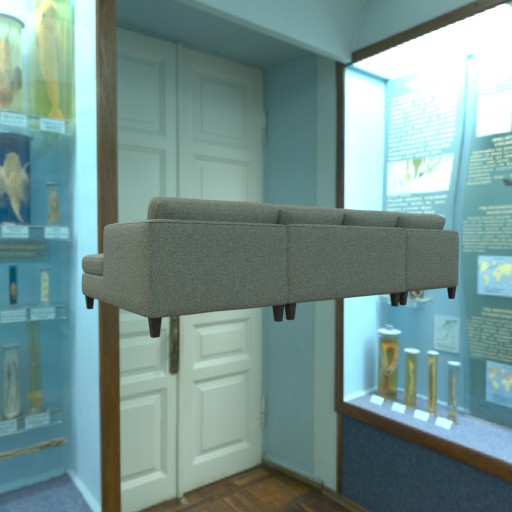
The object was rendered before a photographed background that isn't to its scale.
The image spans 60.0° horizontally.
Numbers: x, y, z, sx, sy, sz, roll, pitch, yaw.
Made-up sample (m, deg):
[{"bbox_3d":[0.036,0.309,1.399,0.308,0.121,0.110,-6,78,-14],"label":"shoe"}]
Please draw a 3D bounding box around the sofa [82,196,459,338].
[{"bbox_3d":[0.000,0.000,4.618,3.403,0.889,2.551,-1,2,-35],"label":"sofa"}]
